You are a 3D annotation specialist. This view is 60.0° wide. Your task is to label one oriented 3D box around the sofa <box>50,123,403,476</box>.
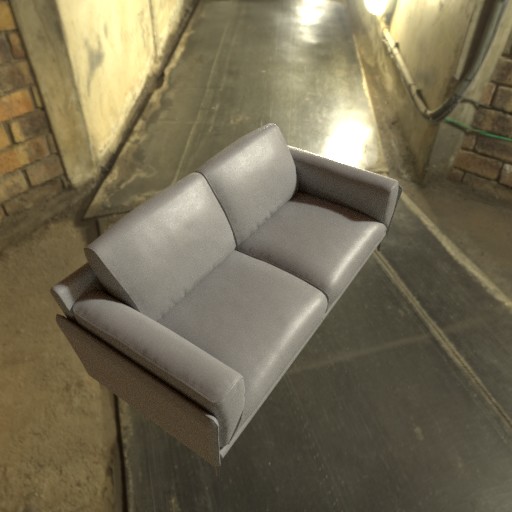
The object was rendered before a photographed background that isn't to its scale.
[{"bbox_3d":[0.000,0.000,2.691,1.049,0.930,2.101,25,48,25],"label":"sofa"}]
